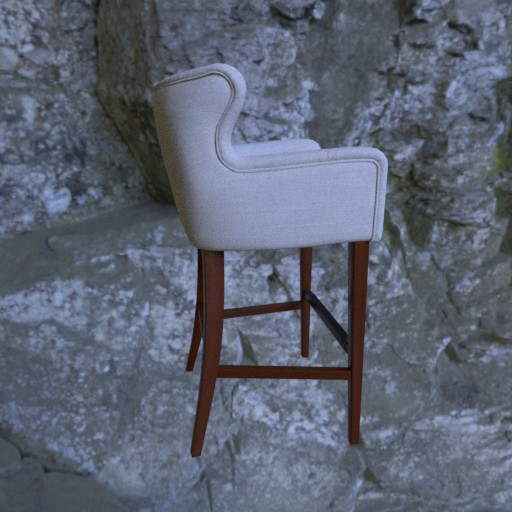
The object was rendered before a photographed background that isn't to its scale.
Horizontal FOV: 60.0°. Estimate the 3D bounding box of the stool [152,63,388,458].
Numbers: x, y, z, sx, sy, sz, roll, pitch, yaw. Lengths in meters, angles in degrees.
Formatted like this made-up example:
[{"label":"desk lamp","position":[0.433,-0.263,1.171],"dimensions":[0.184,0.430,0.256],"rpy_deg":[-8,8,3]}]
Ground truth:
[{"label":"stool","position":[0.000,0.000,1.364],"dimensions":[0.563,1.034,0.556],"rpy_deg":[-3,17,-10]}]
